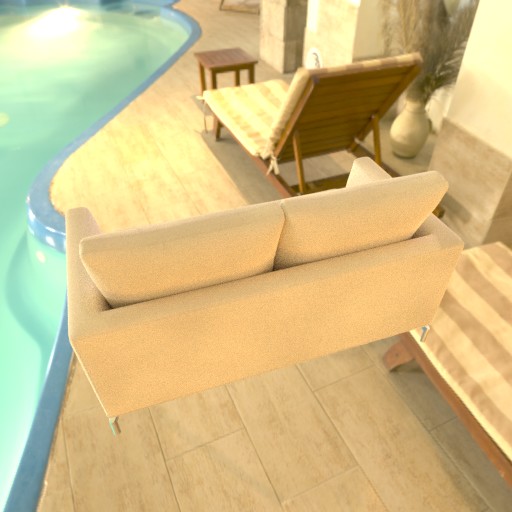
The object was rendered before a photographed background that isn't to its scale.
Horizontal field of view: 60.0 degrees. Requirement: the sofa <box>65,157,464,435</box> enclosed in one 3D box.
[{"bbox_3d":[0.000,0.000,2.260,1.739,0.995,0.906,-13,42,-14],"label":"sofa"}]
